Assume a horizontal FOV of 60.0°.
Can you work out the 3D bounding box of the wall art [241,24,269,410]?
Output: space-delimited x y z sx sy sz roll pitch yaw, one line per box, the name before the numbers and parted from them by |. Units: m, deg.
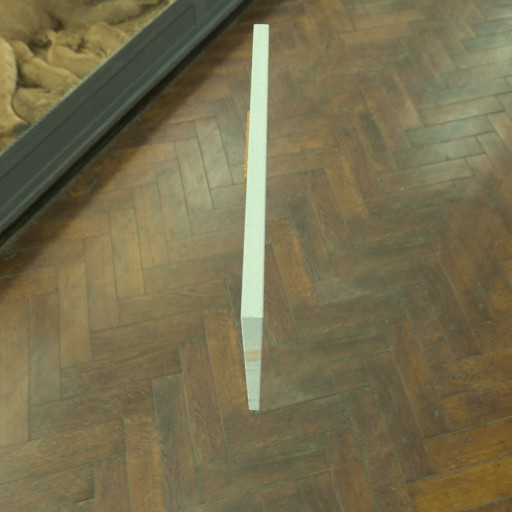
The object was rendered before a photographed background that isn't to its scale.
wall art | 0.000 0.000 1.363 0.045 1.014 0.759 1 63 1
